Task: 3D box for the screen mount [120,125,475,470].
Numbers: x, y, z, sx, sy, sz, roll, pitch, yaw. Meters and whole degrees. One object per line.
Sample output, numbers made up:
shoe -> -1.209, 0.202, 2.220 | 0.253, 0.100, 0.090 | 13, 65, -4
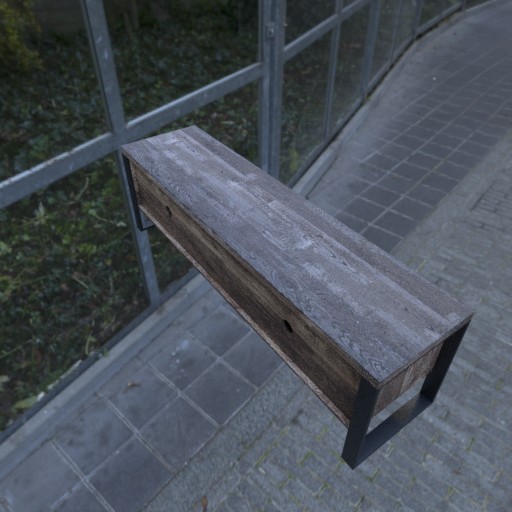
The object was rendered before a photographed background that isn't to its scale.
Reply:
screen mount -> 0.000, 0.000, 1.745 | 0.395, 0.450, 1.524 | -25, 46, -27
